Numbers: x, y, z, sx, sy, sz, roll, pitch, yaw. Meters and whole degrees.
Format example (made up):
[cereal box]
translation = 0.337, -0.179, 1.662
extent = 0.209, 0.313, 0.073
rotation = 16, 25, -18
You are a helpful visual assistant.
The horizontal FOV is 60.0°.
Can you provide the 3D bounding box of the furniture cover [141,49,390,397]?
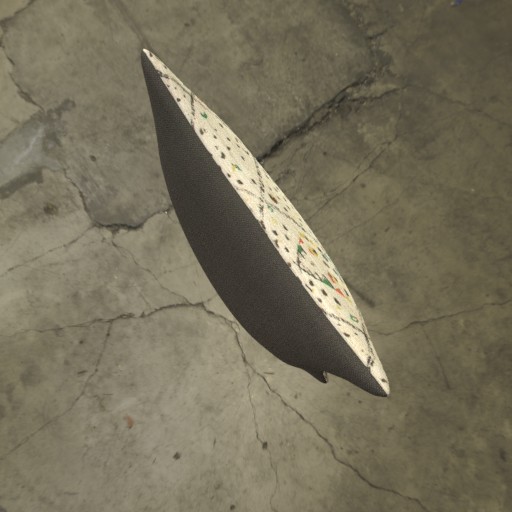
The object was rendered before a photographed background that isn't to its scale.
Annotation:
[furniture cover]
translation = 0.000, 0.000, 0.759
extent = 0.180, 0.498, 0.525
rotation = -33, 78, -8
